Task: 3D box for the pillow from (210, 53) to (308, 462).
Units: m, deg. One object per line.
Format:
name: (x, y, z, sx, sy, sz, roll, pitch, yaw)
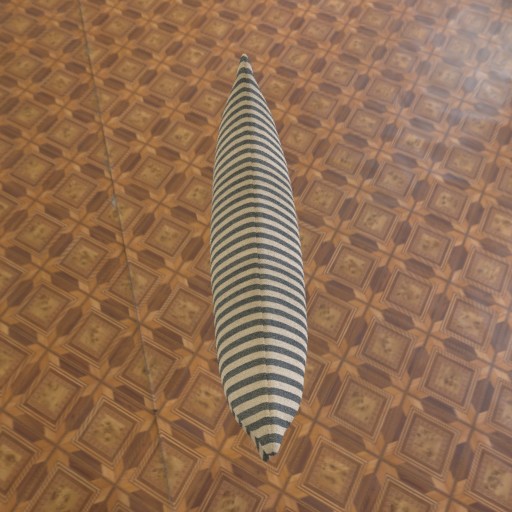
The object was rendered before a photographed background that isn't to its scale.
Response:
pillow: (0.000, 0.000, 0.736, 0.151, 0.295, 0.617, -3, 64, -2)
